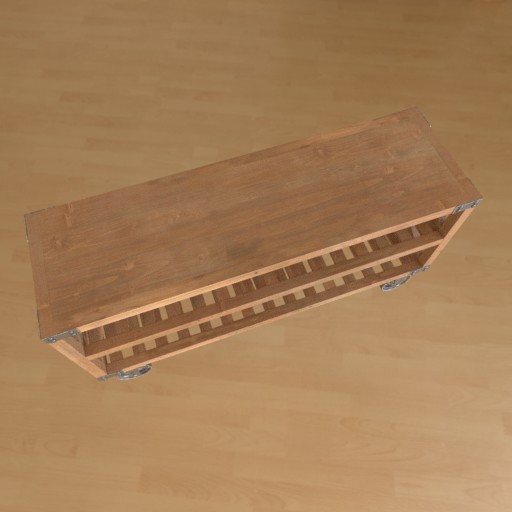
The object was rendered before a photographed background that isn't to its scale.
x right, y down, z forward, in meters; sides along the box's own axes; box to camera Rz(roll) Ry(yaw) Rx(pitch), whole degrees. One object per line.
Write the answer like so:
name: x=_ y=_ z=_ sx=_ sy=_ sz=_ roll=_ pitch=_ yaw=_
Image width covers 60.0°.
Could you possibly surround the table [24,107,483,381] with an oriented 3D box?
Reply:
table: x=0.000 y=0.000 z=1.801 sx=1.487 sy=0.711 sz=0.467 roll=-17 pitch=63 yaw=-9
